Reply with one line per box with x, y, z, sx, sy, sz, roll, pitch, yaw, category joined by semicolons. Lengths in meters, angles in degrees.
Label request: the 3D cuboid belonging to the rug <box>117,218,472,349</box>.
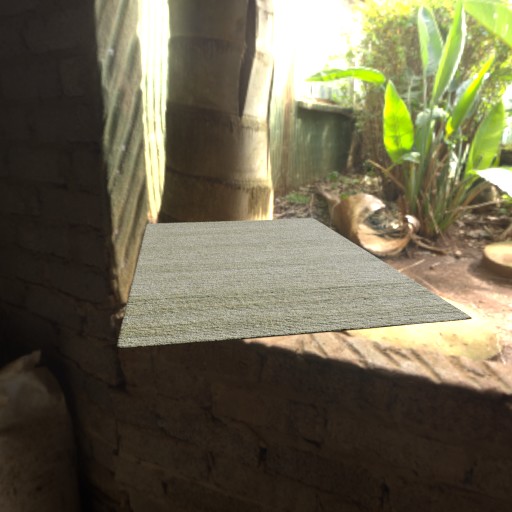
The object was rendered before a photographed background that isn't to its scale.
0.000;0.000;2.192;1.143;0.010;1.758;-3;16;-10;rug
